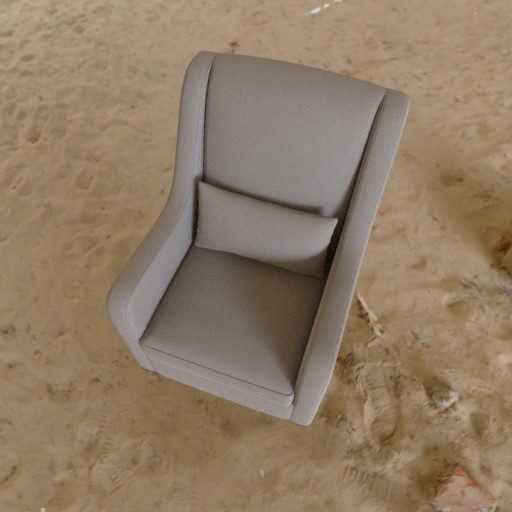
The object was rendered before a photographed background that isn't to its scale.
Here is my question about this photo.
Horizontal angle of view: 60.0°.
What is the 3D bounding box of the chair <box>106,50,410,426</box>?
[{"bbox_3d":[0.000,0.000,1.589,0.715,1.010,0.863,16,58,11],"label":"chair"}]
